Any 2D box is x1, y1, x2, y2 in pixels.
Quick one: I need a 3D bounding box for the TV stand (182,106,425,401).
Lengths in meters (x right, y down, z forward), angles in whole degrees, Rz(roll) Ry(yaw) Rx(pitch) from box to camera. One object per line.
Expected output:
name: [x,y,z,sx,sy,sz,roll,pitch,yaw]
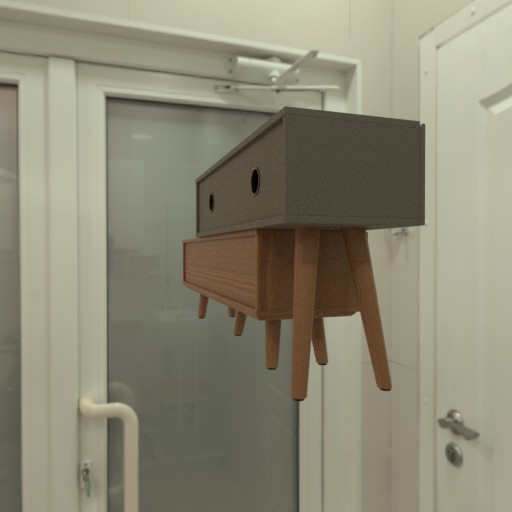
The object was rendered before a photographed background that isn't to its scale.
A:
TV stand: [0.000,0.000,1.540,0.329,0.591,1.336,0,1,-18]
